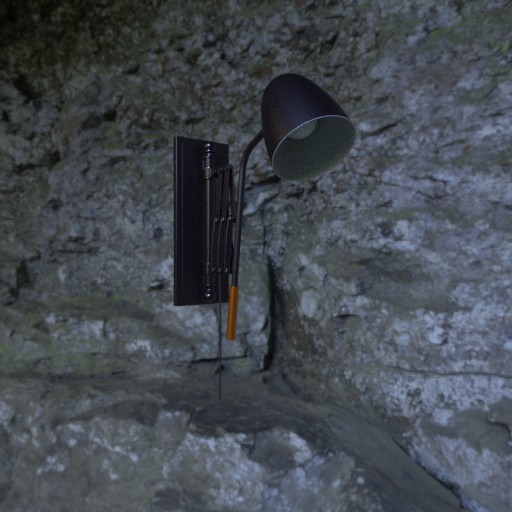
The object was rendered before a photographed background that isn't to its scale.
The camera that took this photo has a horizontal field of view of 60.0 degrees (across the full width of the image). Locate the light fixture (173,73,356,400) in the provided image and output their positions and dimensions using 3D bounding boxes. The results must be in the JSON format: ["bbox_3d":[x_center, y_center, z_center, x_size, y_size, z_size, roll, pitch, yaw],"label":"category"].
[{"bbox_3d":[0.000,0.000,0.948,0.162,0.715,0.499,0,0,-35],"label":"light fixture"}]
